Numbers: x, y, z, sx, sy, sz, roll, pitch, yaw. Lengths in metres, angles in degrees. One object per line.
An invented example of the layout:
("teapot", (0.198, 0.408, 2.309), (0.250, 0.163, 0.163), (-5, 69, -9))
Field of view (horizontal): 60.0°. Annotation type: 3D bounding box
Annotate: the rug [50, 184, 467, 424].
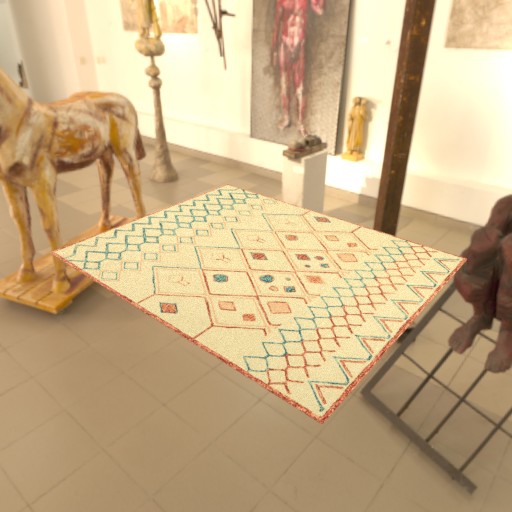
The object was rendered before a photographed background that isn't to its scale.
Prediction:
("rug", (0.000, 0.000, 4.143), (3.050, 0.016, 2.441), (23, 36, 34))
